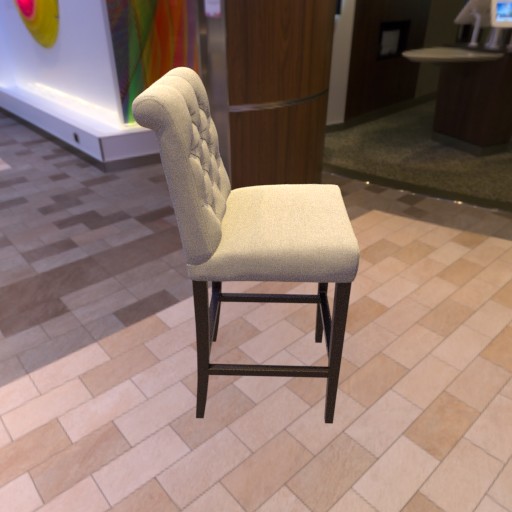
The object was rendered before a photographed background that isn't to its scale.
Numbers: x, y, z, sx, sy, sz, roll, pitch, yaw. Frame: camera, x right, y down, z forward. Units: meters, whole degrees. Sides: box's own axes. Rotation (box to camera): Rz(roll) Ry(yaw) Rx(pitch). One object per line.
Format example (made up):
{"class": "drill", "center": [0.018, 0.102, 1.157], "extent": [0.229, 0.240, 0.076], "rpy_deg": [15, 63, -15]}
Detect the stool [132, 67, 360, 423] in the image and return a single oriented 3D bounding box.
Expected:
{"class": "stool", "center": [0.000, 0.000, 1.513], "extent": [0.601, 1.140, 0.493], "rpy_deg": [1, 31, 2]}
